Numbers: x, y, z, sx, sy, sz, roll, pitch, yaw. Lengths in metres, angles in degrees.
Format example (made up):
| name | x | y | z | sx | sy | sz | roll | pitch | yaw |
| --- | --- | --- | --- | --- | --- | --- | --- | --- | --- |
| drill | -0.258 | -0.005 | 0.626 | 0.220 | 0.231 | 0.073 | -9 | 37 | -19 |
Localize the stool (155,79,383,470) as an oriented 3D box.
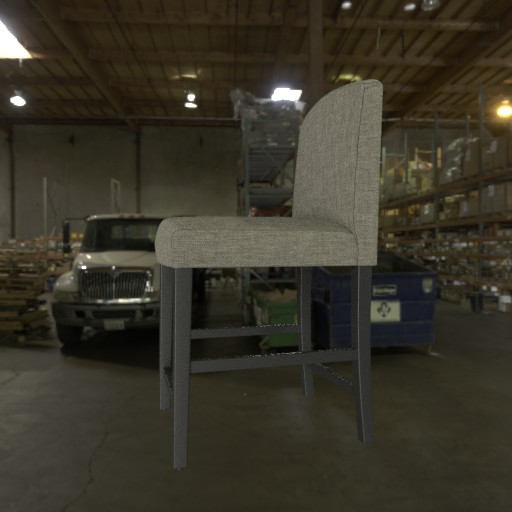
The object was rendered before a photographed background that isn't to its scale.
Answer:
| name | x | y | z | sx | sy | sz | roll | pitch | yaw |
| --- | --- | --- | --- | --- | --- | --- | --- | --- | --- |
| stool | 0.000 | 0.000 | 1.262 | 0.552 | 0.966 | 0.451 | 0 | 1 | -17 |
